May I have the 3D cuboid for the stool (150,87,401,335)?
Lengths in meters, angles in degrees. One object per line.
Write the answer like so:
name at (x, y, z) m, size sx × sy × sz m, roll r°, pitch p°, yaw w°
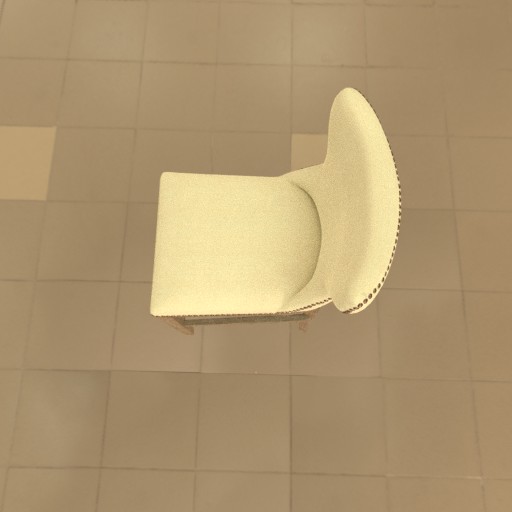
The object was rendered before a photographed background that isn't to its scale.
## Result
stool at (0.000, 0.000, 1.432) m, size 0.606 × 1.123 × 0.494 m, roll 1°, pitch 75°, yaw 0°
